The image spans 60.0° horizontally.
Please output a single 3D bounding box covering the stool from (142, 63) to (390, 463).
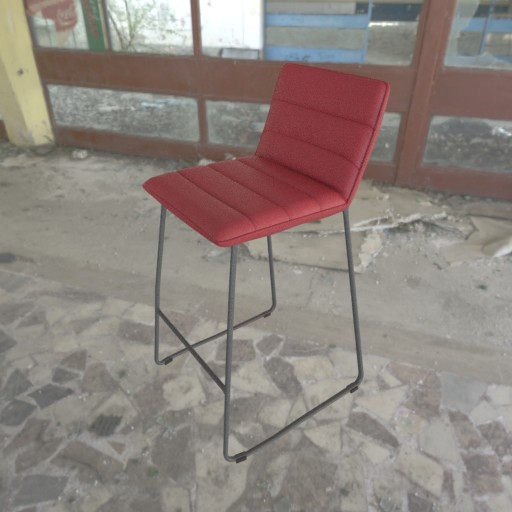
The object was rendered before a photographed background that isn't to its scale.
[{"bbox_3d":[0.000,0.000,1.247,0.524,0.937,0.489,-20,37,-30],"label":"stool"}]
